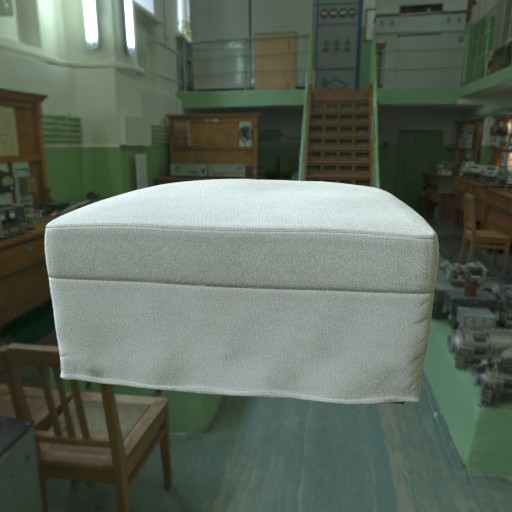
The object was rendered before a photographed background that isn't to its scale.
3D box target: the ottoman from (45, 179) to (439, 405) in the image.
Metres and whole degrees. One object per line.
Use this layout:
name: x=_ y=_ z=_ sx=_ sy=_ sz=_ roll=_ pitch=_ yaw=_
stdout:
ottoman: x=0.000 y=0.000 z=1.319 sx=0.842 sy=0.441 sz=0.843 roll=2 pitch=15 yaw=7
